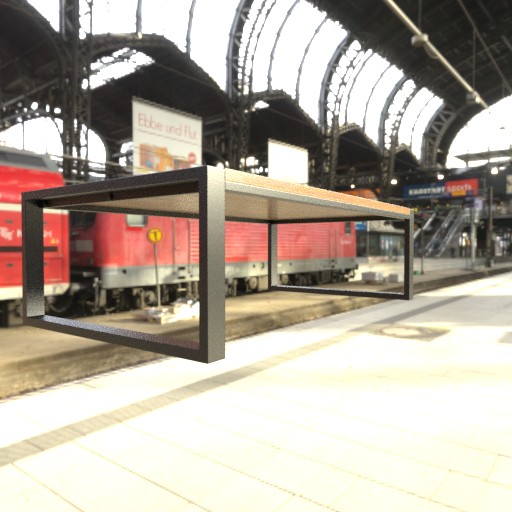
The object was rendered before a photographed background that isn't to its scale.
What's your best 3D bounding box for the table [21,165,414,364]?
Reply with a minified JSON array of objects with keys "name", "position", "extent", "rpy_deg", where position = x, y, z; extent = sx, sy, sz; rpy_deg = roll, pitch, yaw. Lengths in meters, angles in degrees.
[{"name":"table","position":[0.000,0.000,1.651],"extent":[0.750,0.400,1.350],"rpy_deg":[1,2,36]}]
